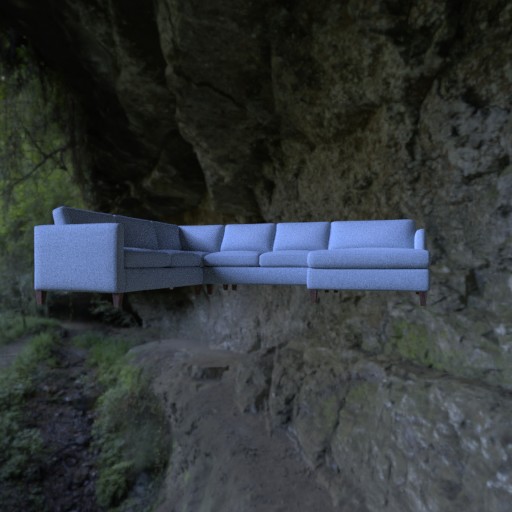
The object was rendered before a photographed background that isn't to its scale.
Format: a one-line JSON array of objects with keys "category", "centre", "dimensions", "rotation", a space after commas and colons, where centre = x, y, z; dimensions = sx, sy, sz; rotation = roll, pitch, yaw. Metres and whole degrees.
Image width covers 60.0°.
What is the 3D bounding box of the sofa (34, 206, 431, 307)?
[{"category": "sofa", "centre": [0.000, 0.000, 4.614], "dimensions": [3.403, 0.889, 2.551], "rotation": [0, -1, 18]}]
